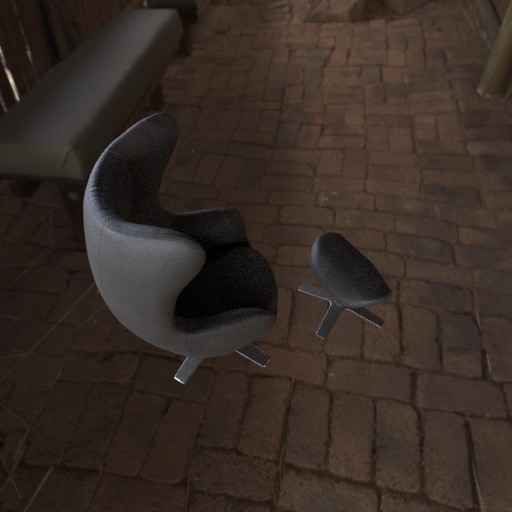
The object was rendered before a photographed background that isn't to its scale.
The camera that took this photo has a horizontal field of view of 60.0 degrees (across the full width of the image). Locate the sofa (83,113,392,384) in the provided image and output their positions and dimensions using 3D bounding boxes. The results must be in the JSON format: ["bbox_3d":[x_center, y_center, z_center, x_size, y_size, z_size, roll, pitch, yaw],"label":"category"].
[{"bbox_3d":[0.000,0.000,2.117,1.444,1.135,0.894,-10,46,-9],"label":"sofa"}]
